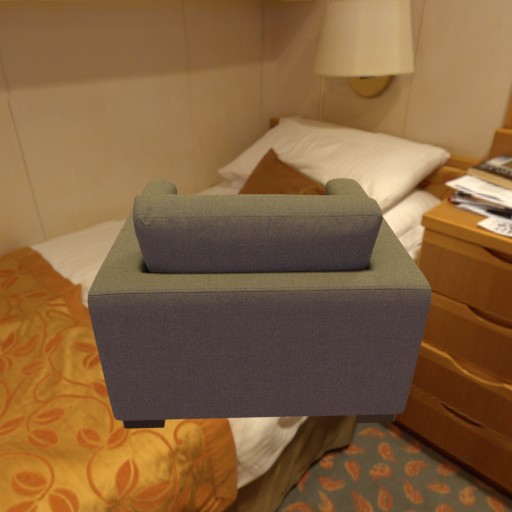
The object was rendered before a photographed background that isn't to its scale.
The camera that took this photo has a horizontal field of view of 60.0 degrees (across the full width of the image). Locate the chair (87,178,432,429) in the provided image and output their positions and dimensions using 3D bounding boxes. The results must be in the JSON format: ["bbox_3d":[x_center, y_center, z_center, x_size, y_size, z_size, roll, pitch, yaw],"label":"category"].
[{"bbox_3d":[0.000,0.000,1.907,1.070,0.847,1.100,-1,29,-1],"label":"chair"}]
